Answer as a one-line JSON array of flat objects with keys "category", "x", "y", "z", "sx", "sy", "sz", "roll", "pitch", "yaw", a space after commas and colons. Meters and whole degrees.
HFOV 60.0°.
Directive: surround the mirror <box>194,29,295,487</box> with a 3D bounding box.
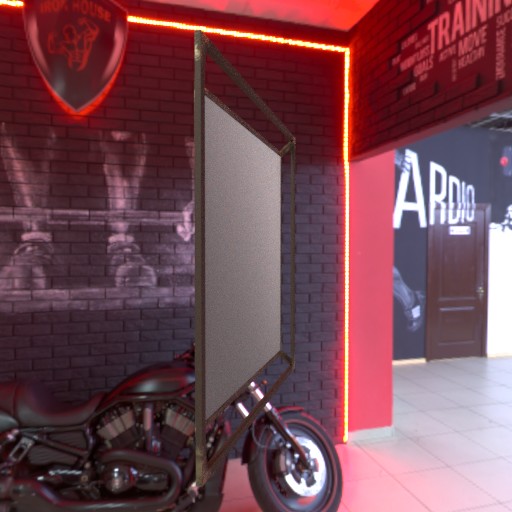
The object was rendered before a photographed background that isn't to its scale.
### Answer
[{"category": "mirror", "x": 0.000, "y": 0.000, "z": 0.887, "sx": 0.032, "sy": 0.610, "sz": 0.610, "roll": 0, "pitch": 1, "yaw": 17}]
